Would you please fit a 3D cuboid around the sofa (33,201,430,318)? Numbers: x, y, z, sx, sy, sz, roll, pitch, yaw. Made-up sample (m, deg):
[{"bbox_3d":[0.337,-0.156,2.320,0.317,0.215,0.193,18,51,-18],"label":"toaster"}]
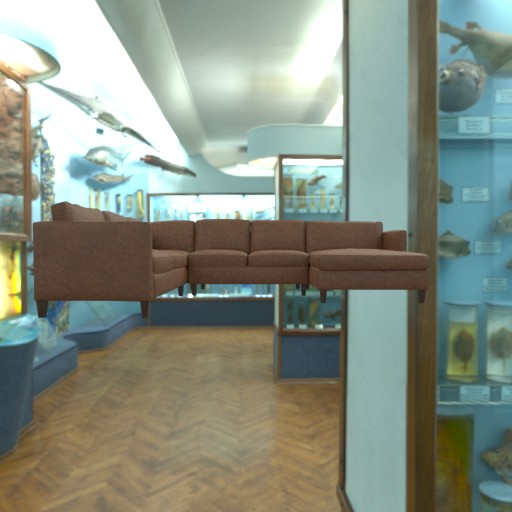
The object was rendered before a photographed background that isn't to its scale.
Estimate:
[{"bbox_3d":[0.000,0.000,4.655,3.460,0.923,2.593,0,1,0],"label":"sofa"}]
